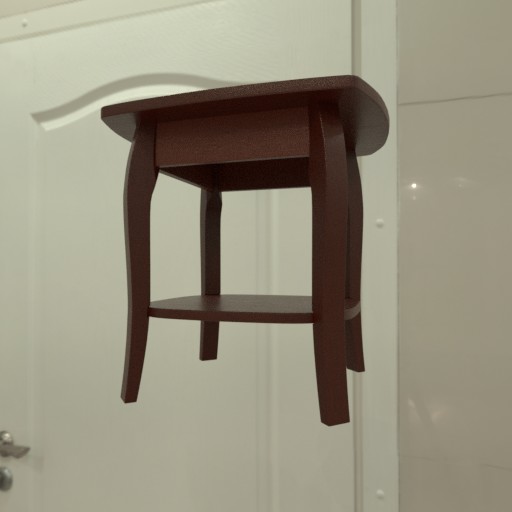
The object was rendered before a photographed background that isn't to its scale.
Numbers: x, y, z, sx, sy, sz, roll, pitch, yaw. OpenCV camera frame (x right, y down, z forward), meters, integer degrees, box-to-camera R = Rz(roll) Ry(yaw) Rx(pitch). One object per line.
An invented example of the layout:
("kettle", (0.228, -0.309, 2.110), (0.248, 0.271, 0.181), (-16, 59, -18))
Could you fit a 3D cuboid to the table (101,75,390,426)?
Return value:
("table", (0.000, 0.000, 0.866), (0.502, 0.496, 0.433), (0, -1, 18))
